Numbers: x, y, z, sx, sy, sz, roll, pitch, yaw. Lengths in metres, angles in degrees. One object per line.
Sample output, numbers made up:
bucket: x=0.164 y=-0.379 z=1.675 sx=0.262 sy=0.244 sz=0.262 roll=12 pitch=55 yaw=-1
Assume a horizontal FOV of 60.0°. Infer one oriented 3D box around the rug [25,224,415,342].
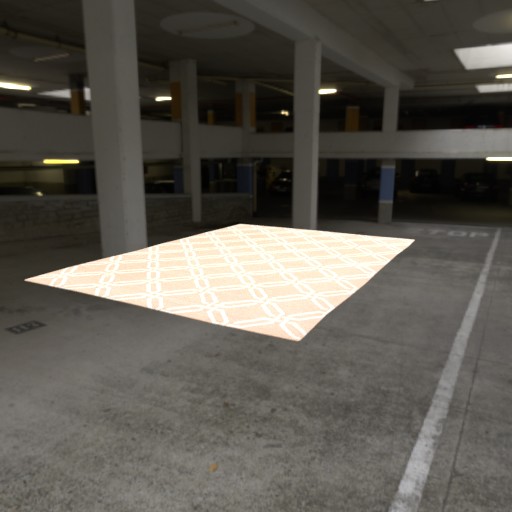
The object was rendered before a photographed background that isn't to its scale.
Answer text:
rug: x=0.000 y=0.000 z=4.409 sx=2.452 sy=0.020 sz=3.365 roll=7 pitch=15 yaw=29
